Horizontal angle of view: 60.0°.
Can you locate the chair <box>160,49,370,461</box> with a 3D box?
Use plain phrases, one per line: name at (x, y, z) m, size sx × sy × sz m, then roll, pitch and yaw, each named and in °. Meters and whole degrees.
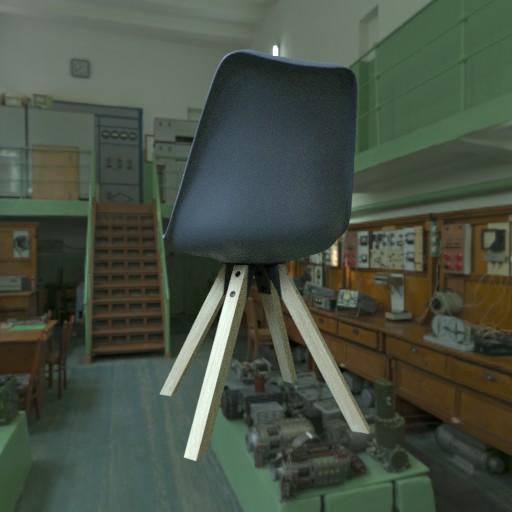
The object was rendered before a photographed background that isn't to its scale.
chair at (0.000, 0.000, 1.183) m, size 0.485 × 0.850 × 0.550 m, roll 0°, pitch 1°, yaw -19°
